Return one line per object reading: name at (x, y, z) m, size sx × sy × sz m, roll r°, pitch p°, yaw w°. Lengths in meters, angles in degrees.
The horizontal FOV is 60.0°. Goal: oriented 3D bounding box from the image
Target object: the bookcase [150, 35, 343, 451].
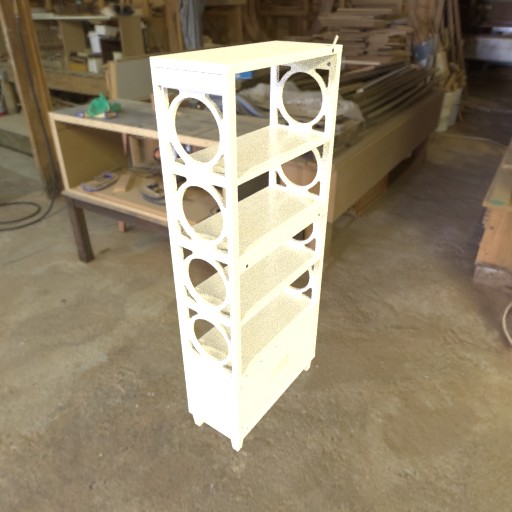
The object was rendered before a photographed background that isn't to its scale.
bookcase at (0.000, 0.000, 2.112) m, size 0.361 × 1.869 × 0.761 m, roll 20°, pitch 36°, yaw 30°
